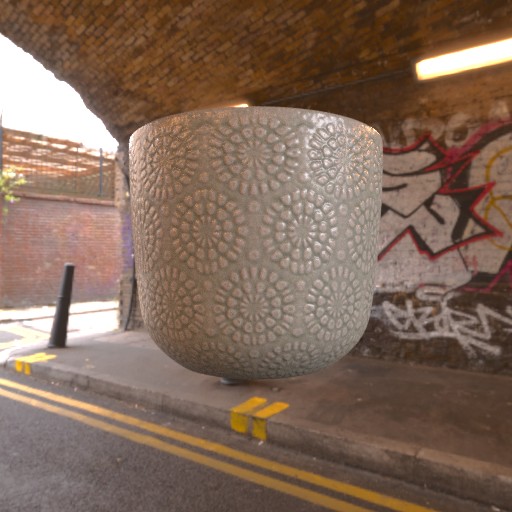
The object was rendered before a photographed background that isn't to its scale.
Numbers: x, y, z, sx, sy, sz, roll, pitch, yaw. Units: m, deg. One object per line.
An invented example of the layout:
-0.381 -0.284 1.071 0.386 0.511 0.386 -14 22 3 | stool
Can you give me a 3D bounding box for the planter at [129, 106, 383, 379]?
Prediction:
0.000 0.000 0.224 0.124 0.109 0.124 0 -1 0 | planter
